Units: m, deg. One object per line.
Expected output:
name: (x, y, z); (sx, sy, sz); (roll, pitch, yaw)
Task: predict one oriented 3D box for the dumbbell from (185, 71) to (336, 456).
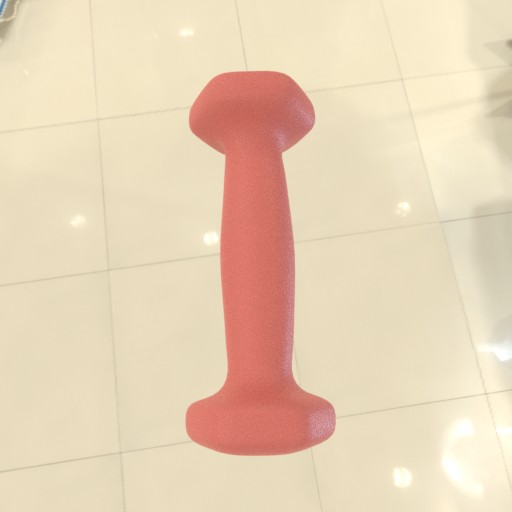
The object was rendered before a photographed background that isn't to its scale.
dumbbell: (0.000, 0.000, 0.151); (0.047, 0.043, 0.123); (-2, 76, 0)
